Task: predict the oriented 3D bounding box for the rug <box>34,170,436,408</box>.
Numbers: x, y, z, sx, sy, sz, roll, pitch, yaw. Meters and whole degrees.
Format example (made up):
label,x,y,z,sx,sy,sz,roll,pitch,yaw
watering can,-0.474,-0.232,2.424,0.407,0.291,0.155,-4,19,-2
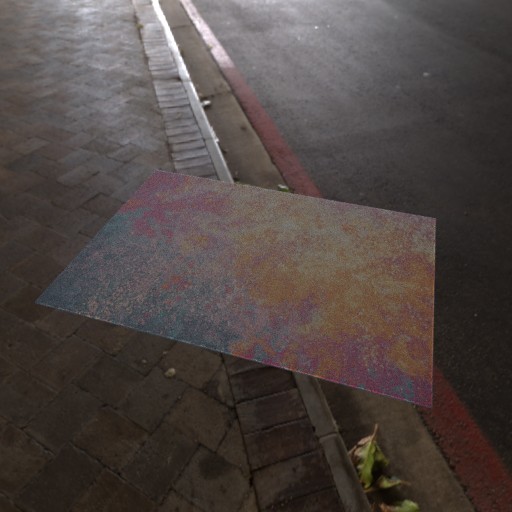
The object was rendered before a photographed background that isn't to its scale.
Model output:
label,x,y,z,sx,sy,sz,roll,pitch,yaw
rug,0.000,0.000,3.740,2.896,0.013,2.007,12,43,13
